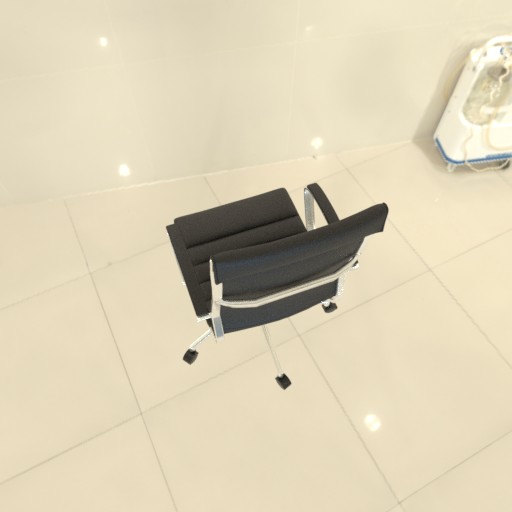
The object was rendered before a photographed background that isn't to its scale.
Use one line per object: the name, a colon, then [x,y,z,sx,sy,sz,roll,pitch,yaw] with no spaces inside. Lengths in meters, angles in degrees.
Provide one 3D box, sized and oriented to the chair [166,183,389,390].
chair: [0.000,0.000,1.645,0.766,1.149,0.739,-17,60,-10]
